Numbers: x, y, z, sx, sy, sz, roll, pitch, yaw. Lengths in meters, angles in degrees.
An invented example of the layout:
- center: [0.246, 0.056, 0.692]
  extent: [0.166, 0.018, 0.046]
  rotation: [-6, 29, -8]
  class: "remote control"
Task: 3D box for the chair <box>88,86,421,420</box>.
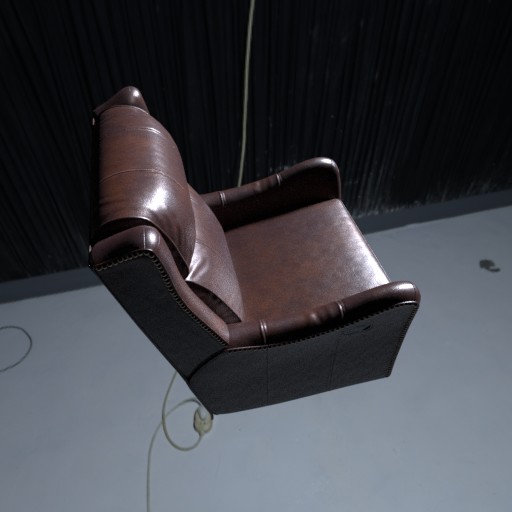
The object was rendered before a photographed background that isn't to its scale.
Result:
- center: [0.000, 0.000, 1.732]
  extent: [1.008, 1.084, 0.869]
  rotation: [-10, 46, -10]
  class: "chair"
